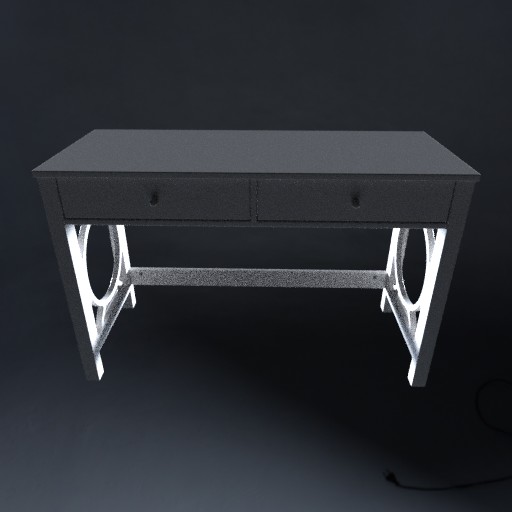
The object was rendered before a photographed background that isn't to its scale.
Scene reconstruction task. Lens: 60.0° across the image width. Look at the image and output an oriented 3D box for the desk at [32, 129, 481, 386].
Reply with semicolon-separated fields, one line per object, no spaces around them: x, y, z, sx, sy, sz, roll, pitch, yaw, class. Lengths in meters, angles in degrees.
0.000;0.000;1.565;1.191;0.762;0.504;1;29;1;desk
